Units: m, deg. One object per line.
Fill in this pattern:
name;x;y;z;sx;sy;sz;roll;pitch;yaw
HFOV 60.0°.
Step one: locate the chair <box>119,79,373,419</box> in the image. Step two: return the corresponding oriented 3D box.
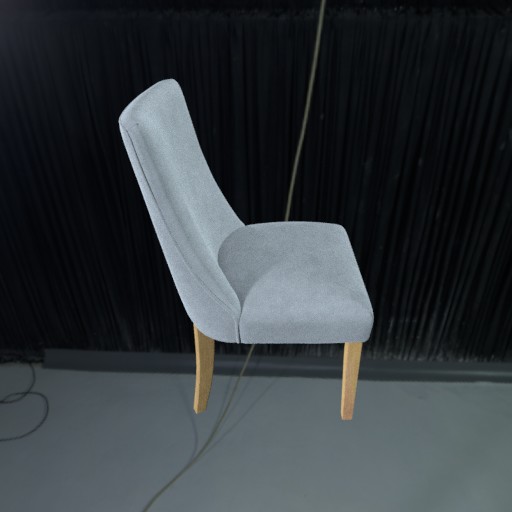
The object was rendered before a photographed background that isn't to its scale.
chair;0.000;0.000;1.298;0.610;0.902;0.495;0;32;0
